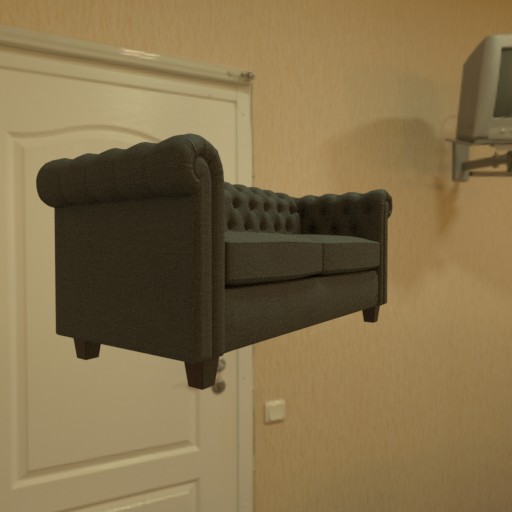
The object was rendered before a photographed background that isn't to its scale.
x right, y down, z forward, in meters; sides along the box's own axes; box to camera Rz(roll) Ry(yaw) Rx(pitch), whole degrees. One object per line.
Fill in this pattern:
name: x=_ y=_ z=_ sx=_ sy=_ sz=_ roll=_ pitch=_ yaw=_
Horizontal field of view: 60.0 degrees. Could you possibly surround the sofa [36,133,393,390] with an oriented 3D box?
sofa: x=0.000 y=0.000 z=2.187 sx=0.783 sy=0.797 sz=1.798 roll=1 pitch=2 yaw=36
